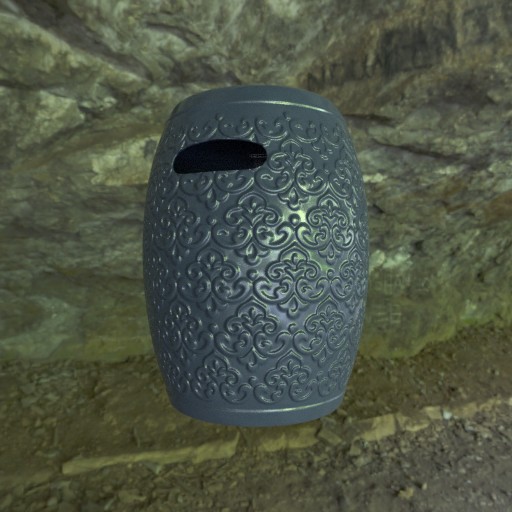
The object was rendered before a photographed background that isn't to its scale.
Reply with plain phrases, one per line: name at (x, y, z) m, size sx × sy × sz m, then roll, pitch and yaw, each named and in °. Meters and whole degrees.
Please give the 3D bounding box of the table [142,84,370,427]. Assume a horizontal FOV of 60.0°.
table at (0.000, 0.000, 0.623) m, size 0.309 × 0.397 × 0.309 m, roll 0°, pitch -1°, yaw 0°
